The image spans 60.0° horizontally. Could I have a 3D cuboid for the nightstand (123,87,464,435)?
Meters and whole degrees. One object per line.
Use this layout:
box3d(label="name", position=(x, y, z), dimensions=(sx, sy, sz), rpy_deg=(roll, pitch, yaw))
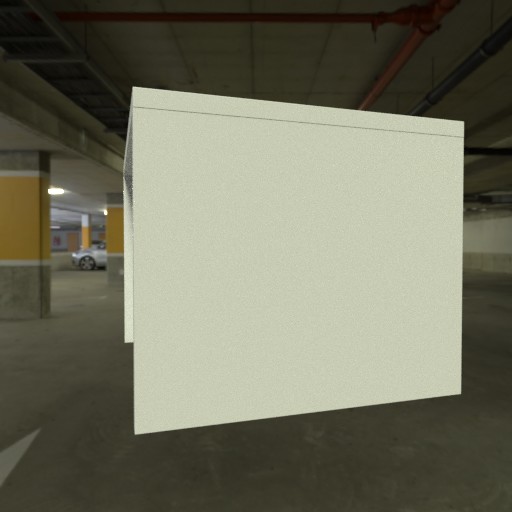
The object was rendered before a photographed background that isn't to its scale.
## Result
box3d(label="nightstand", position=(0.000, 0.000, 0.732), dimensions=(0.408, 0.351, 0.470), rpy_deg=(0, 1, -18))
